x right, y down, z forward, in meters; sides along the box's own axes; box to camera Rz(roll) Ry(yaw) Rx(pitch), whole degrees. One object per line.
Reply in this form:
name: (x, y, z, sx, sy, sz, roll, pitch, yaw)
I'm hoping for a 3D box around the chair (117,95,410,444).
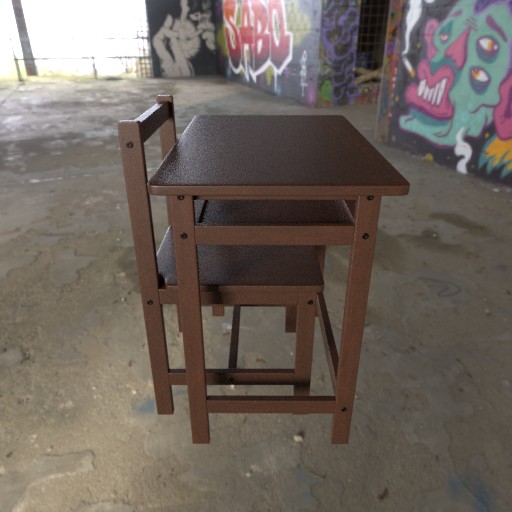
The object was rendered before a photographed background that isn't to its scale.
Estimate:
chair: (0.000, 0.000, 1.040, 0.463, 0.673, 0.599, 0, 27, 0)
